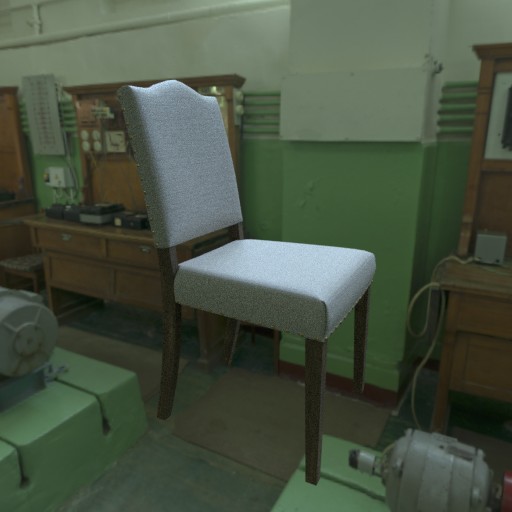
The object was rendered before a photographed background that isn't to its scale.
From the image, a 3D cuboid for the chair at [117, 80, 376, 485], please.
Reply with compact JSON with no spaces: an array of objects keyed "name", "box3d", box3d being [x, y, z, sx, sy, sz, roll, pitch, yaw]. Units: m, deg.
[{"name":"chair","box3d":[0.000,0.000,1.337,0.620,1.020,0.508,8,17,26]}]
